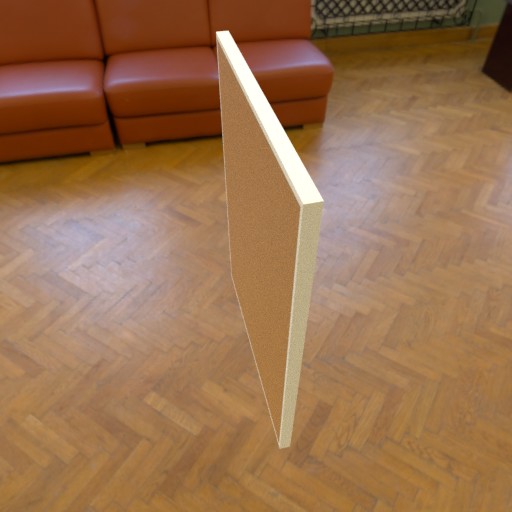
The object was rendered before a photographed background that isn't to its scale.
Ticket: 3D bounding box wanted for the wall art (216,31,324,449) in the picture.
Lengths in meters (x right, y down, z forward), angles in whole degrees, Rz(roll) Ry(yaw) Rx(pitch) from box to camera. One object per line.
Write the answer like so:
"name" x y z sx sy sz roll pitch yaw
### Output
"wall art" 0.000 0.000 1.375 0.039 1.050 0.795 -10 47 -10
